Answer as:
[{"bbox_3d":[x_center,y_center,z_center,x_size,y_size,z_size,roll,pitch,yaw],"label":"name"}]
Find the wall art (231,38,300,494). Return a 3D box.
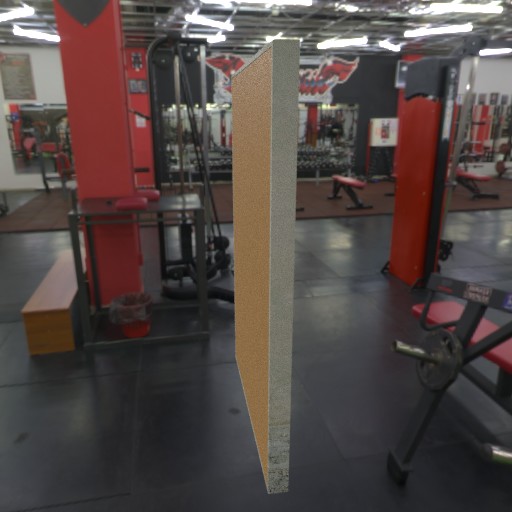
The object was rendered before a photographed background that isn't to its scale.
[{"bbox_3d":[0.000,0.000,0.949,0.038,0.764,0.508,-3,17,-9],"label":"wall art"}]
